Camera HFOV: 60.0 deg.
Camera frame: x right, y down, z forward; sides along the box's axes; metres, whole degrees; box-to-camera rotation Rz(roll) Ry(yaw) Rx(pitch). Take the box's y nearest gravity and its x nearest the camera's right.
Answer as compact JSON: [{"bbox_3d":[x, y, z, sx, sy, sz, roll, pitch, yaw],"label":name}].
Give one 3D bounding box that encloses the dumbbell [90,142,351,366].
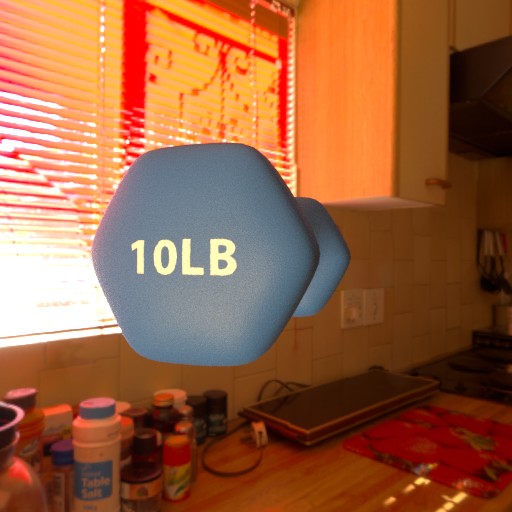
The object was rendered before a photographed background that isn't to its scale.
[{"bbox_3d":[0.000,0.000,0.272,0.103,0.093,0.212,0,0,17],"label":"dumbbell"}]
